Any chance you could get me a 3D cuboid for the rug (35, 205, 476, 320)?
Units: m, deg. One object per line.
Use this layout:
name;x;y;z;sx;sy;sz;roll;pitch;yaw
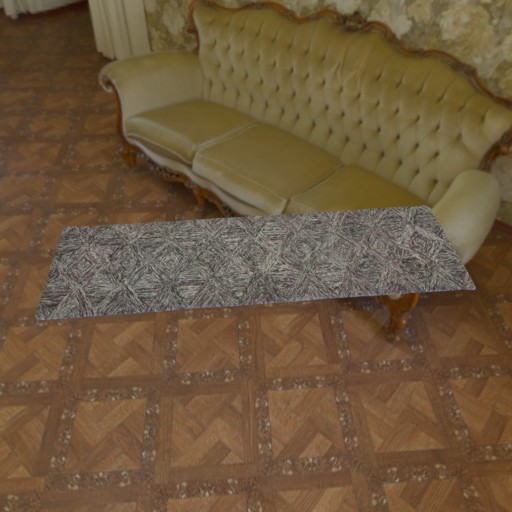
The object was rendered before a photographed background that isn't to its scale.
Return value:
rug;0.000;0.000;2.540;2.305;0.013;0.719;-4;45;-4
